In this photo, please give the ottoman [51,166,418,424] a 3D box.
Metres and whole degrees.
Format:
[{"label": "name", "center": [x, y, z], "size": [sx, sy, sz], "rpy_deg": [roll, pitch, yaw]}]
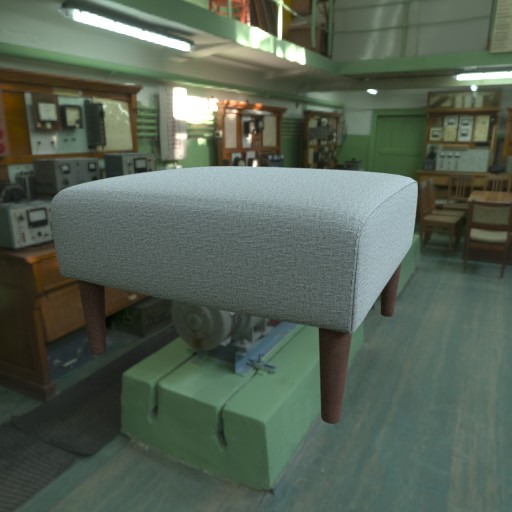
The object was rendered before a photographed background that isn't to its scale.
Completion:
[{"label": "ottoman", "center": [0.000, 0.000, 1.069], "size": [0.650, 0.398, 0.649], "rpy_deg": [8, 17, 25]}]
